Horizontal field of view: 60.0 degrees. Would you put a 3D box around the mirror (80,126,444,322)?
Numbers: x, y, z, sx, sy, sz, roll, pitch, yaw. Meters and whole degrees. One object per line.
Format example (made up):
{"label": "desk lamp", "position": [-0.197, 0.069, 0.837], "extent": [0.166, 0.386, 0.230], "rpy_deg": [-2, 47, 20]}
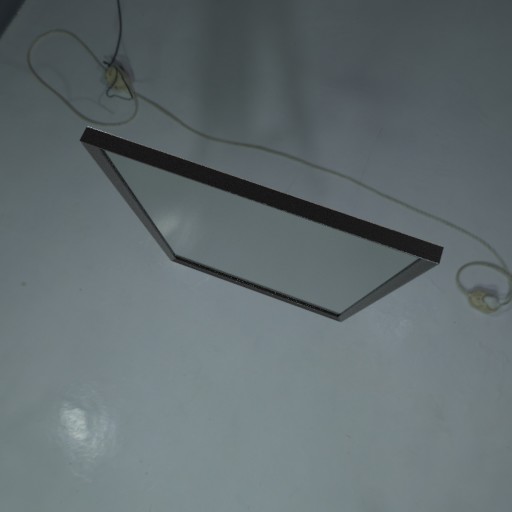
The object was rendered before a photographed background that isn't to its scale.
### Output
{"label": "mirror", "position": [0.000, 0.000, 1.377], "extent": [0.762, 1.016, 0.041], "rpy_deg": [20, 76, 5]}
